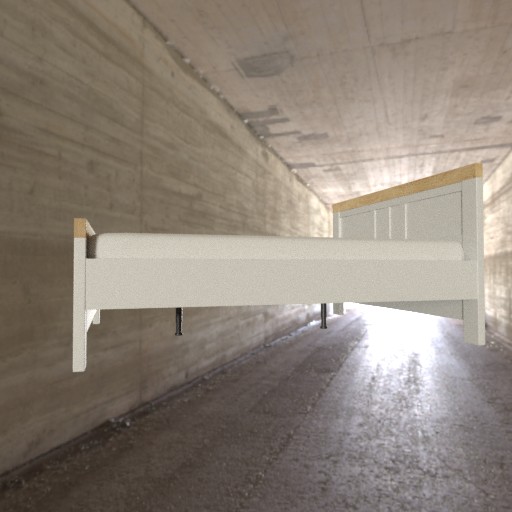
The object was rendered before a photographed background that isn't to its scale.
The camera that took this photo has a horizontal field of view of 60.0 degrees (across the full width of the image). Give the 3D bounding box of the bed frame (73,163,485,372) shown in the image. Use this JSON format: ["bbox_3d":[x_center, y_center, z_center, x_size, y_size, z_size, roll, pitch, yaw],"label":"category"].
[{"bbox_3d":[0.000,0.000,2.872,2.050,0.980,1.670,0,-1,-17],"label":"bed frame"}]
